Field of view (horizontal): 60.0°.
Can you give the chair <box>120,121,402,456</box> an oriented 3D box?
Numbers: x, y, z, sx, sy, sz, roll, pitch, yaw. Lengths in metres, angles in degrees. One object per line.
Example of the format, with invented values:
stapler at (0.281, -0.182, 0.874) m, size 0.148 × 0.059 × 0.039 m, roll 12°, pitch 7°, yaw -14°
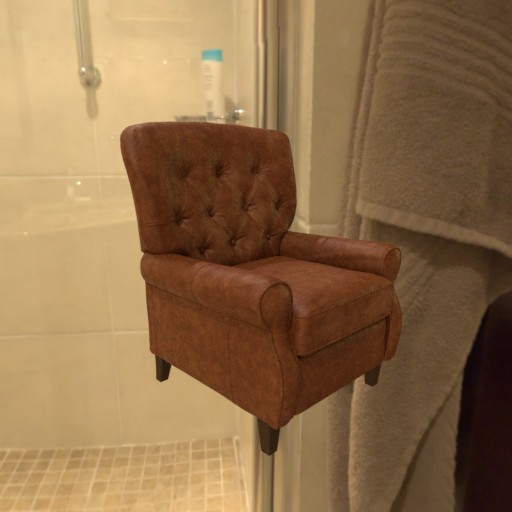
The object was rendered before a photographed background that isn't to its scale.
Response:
chair at (0.000, 0.000, 1.949) m, size 0.951 × 1.164 × 1.059 m, roll -13°, pitch 19°, yaw -42°
